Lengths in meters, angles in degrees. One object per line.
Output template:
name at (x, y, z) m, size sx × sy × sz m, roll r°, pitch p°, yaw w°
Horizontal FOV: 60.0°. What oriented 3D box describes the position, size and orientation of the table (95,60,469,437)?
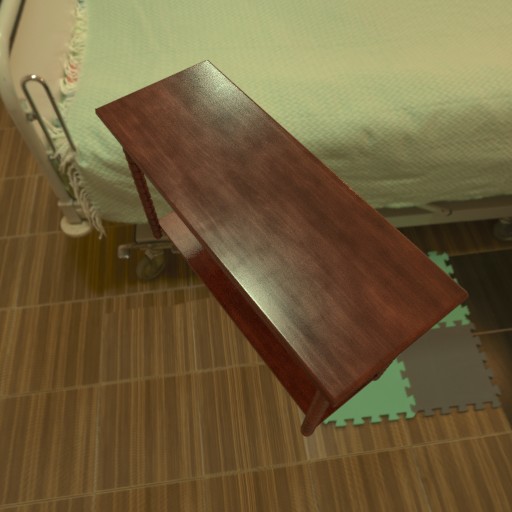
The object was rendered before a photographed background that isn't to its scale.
table at (0.000, 0.000, 1.591) m, size 0.459 × 0.740 × 1.184 m, roll -32°, pitch 64°, yaw -18°
